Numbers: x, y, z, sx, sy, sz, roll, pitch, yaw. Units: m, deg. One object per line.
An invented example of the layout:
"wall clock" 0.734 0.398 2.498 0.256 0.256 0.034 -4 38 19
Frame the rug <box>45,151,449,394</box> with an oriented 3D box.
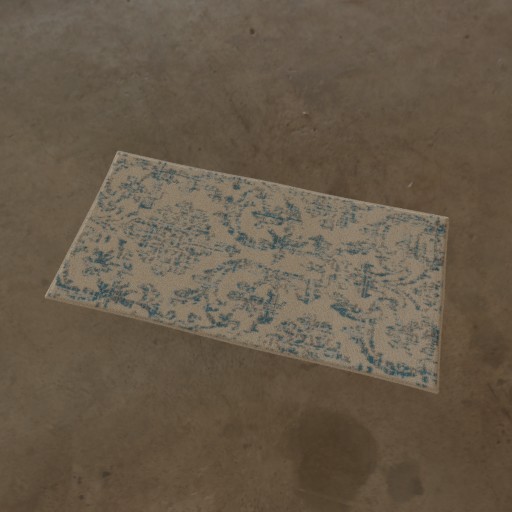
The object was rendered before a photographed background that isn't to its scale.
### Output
"rug" 0.000 0.000 1.457 1.220 0.007 0.605 12 64 6
